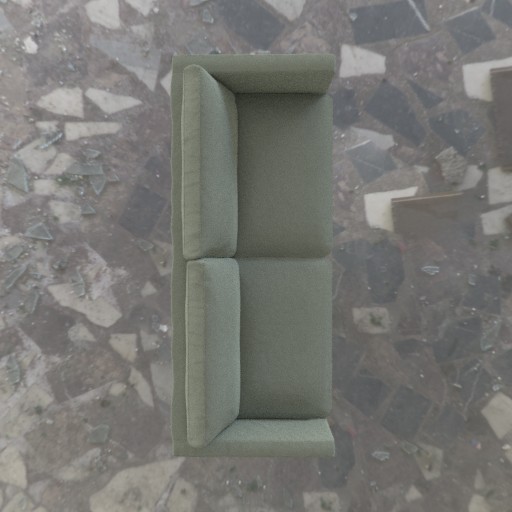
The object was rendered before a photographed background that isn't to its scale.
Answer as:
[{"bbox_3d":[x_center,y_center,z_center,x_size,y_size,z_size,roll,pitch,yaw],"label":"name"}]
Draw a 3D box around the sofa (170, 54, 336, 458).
[{"bbox_3d":[0.000,0.000,2.784,0.962,0.853,2.312,0,91,1],"label":"sofa"}]
